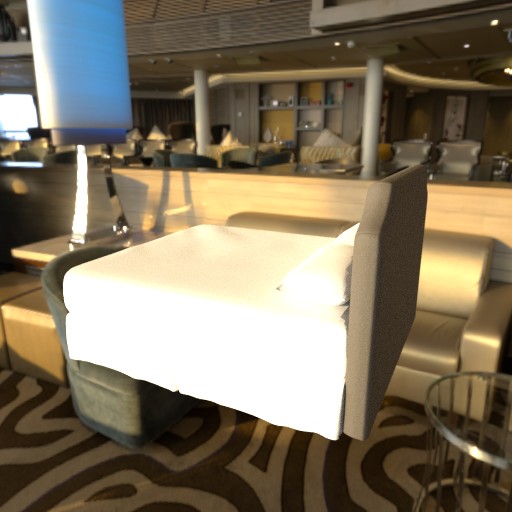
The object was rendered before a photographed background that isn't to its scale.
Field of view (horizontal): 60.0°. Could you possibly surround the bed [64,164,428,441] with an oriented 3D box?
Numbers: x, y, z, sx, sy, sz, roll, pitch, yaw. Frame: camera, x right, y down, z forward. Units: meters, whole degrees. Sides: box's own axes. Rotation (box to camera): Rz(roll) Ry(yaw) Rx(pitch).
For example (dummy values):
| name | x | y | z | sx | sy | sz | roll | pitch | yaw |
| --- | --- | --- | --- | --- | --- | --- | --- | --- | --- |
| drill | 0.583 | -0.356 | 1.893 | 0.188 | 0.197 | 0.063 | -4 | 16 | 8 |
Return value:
| name | x | y | z | sx | sy | sz | roll | pitch | yaw |
| --- | --- | --- | --- | --- | --- | --- | --- | --- | --- |
| bed | 0.000 | 0.000 | 3.895 | 2.536 | 1.561 | 2.194 | 8 | 17 | 26 |
